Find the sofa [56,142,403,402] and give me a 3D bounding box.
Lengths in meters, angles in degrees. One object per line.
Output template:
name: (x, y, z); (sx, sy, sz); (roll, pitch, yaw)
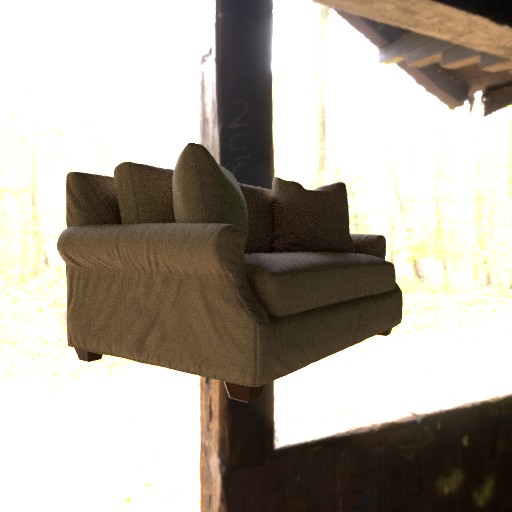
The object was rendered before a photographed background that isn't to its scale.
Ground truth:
sofa: (0.000, 0.000, 2.218); (1.070, 0.905, 1.550); (1, 1, 35)
